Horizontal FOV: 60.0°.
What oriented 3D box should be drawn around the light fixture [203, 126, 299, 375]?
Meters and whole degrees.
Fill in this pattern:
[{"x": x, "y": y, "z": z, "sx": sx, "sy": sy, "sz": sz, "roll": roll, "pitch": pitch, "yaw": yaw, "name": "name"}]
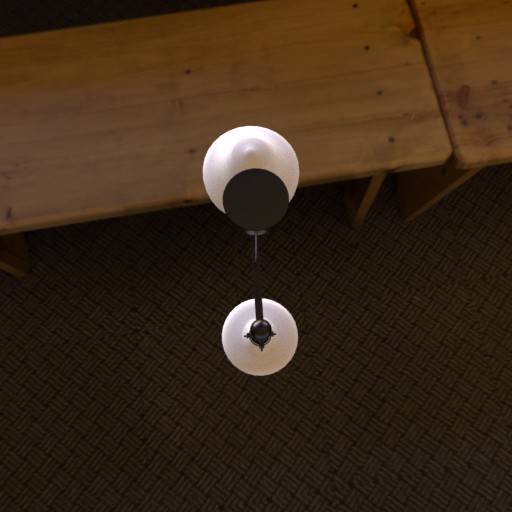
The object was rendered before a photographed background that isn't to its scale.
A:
[{"x": 0.000, "y": 0.000, "z": 1.044, "sx": 0.422, "sy": 0.743, "sz": 0.489, "roll": -40, "pitch": 80, "yaw": -9, "name": "light fixture"}]
